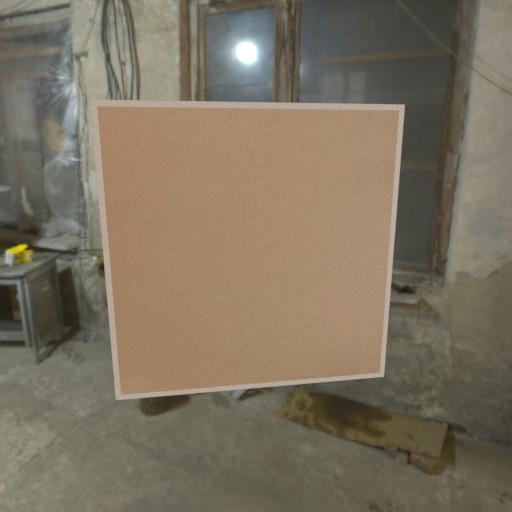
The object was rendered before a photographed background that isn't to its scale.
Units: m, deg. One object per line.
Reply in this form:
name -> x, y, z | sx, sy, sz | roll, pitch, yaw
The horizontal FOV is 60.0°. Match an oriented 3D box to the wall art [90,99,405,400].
wall art -> 0.000, 0.000, 1.231 | 0.809, 0.809, 0.012 | -2, 14, -9
